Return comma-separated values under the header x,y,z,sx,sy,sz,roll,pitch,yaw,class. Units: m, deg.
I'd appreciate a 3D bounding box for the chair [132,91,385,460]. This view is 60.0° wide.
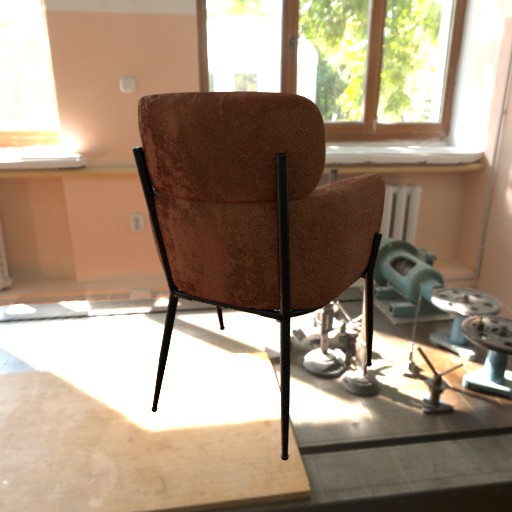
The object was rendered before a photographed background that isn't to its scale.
x,y,z,sx,sy,sz,roll,pitch,yaw,class
0.000,0.000,1.134,0.561,0.772,0.523,9,20,25,chair
